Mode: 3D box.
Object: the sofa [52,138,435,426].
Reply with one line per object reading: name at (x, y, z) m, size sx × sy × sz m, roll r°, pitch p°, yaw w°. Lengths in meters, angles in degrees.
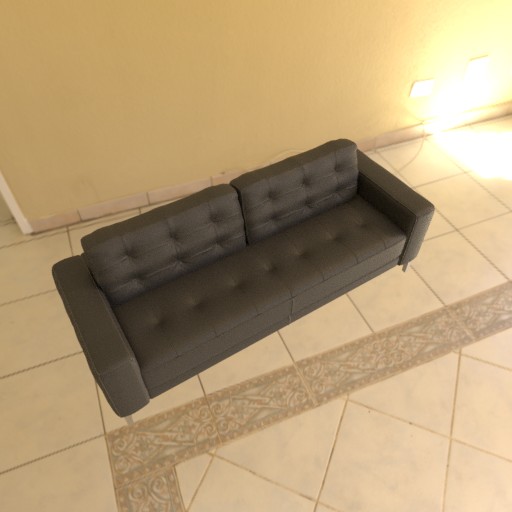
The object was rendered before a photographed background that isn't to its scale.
sofa at (0.000, 0.000, 2.812) m, size 2.275 × 0.893 × 0.833 m, roll -25°, pitch 52°, yaw -21°
